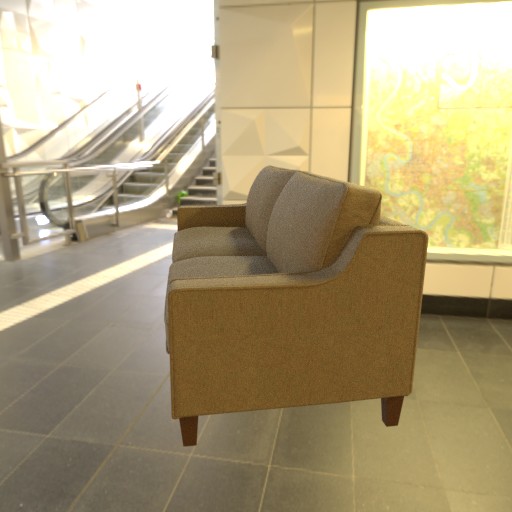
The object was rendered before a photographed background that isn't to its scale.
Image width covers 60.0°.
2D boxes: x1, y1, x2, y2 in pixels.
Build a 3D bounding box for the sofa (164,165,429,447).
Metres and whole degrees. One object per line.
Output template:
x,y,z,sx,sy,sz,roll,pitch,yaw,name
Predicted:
0.000,0.000,2.793,1.073,1.074,2.181,-2,15,-9,sofa
